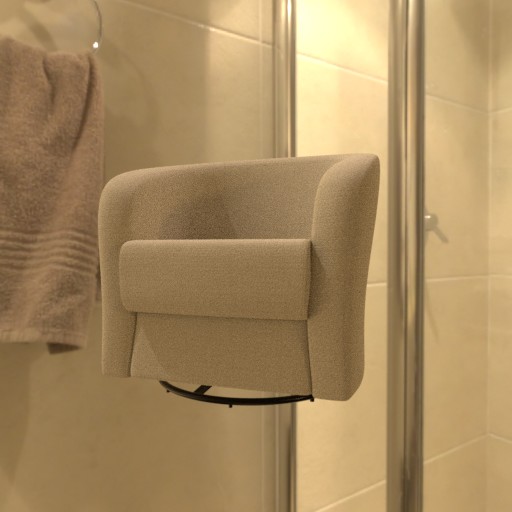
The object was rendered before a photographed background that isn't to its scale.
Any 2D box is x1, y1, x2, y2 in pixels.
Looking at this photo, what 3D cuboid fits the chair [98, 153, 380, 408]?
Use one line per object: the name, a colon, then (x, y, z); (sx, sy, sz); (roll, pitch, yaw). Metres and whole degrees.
chair: (0.000, 0.000, 1.458); (0.791, 0.771, 0.815); (0, 1, 18)
